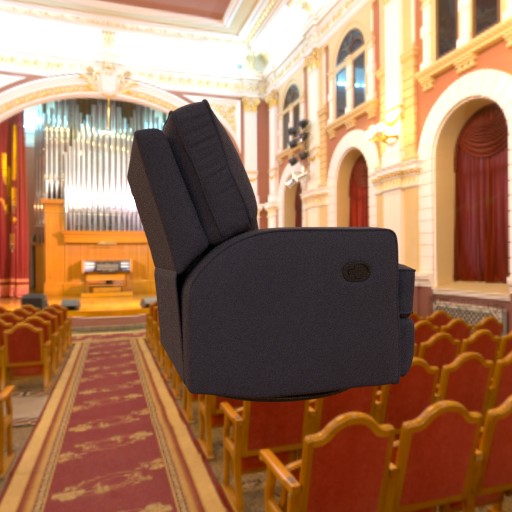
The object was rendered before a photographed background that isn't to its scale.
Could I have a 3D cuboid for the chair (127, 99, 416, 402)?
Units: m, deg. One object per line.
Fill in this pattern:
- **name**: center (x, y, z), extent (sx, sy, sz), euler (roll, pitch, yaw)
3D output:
- **chair**: center (0.000, 0.000, 1.758), extent (0.964, 0.962, 0.861), euler (0, 0, -18)
